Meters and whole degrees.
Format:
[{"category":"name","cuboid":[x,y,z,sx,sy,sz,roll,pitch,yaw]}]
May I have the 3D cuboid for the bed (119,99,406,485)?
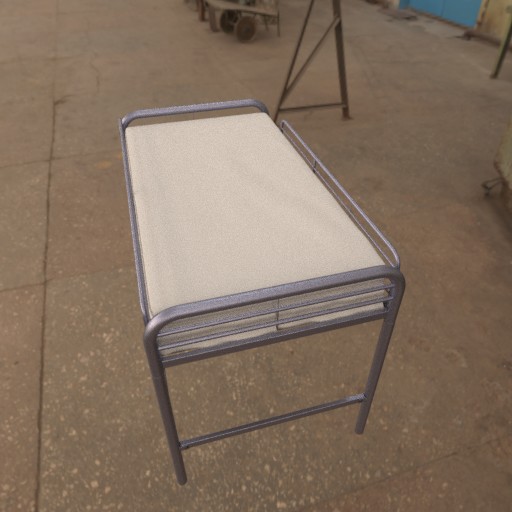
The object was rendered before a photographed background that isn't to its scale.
[{"category":"bed","cuboid":[0.000,0.000,2.815,1.415,1.288,1.965,-10,40,-12]}]
